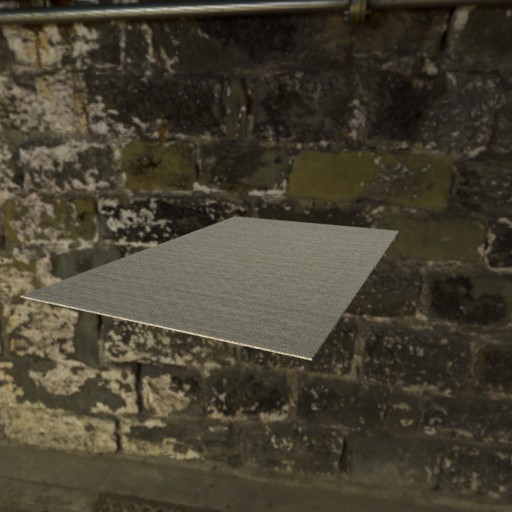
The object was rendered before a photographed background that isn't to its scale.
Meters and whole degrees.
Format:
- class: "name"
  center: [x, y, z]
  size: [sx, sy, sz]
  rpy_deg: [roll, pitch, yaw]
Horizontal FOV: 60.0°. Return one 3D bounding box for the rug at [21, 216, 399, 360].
- class: "rug"
  center: [0.000, 0.000, 2.202]
  size: [1.142, 0.006, 1.752]
  rpy_deg: [7, 17, 24]
